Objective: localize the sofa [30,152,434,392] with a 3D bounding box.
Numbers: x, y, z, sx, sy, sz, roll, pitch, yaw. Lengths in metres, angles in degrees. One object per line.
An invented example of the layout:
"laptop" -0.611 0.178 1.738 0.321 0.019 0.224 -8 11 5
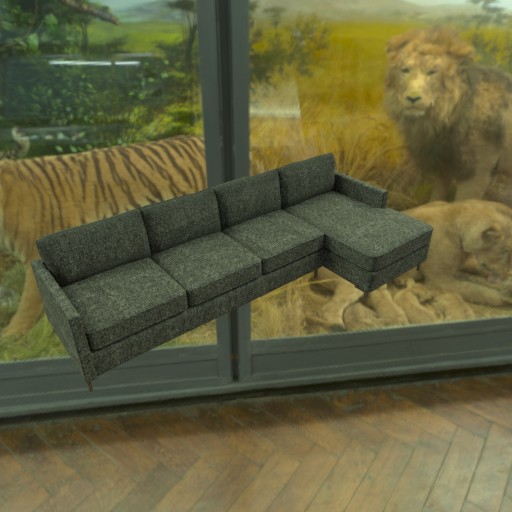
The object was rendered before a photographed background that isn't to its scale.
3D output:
"sofa" 0.000 0.000 4.016 3.384 0.970 1.488 -23 38 -32
